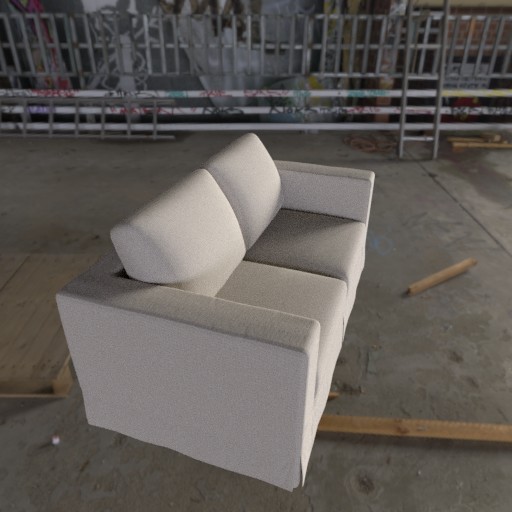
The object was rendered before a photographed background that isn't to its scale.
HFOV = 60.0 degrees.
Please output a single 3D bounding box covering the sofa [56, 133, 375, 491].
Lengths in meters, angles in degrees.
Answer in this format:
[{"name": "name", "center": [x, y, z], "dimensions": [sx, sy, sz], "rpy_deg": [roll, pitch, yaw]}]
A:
[{"name": "sofa", "center": [0.000, 0.000, 2.352], "dimensions": [1.009, 0.932, 1.813], "rpy_deg": [10, 32, 17]}]
